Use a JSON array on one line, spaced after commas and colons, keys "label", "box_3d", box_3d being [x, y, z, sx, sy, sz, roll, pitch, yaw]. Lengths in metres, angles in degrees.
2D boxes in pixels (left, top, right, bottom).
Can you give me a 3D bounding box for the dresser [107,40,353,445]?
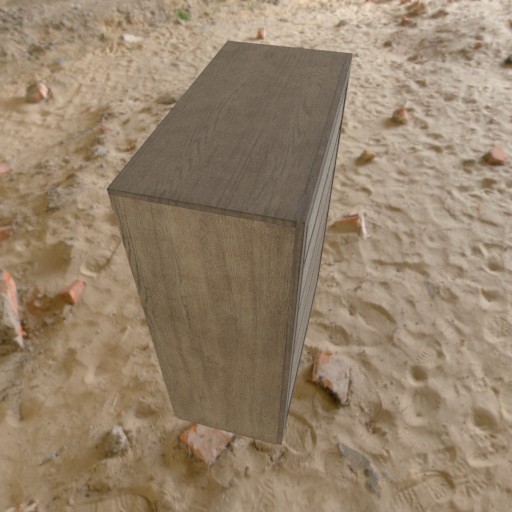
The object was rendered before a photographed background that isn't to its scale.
[{"label": "dresser", "box_3d": [0.000, 0.000, 1.805, 0.483, 1.295, 0.967, 11, 47, 10]}]
